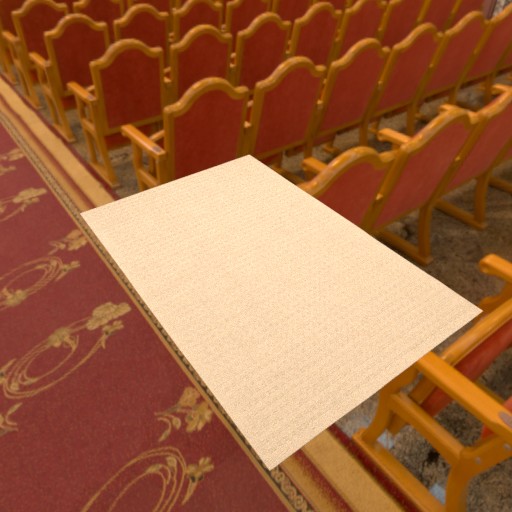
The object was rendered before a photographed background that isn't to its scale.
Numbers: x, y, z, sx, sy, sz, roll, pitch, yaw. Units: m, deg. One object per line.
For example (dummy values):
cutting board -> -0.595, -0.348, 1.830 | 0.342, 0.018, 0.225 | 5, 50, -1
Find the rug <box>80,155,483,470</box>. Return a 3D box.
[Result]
rug -> 0.000, 0.000, 2.874 | 1.523, 0.006, 2.289 | -25, 47, -27
